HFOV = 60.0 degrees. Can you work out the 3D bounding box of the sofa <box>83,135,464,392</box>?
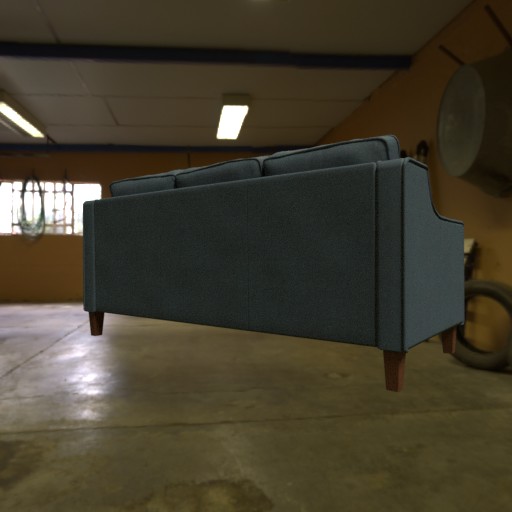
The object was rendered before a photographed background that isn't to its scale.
[{"bbox_3d":[0.000,0.000,2.485,1.986,0.974,0.911,0,0,37],"label":"sofa"}]
